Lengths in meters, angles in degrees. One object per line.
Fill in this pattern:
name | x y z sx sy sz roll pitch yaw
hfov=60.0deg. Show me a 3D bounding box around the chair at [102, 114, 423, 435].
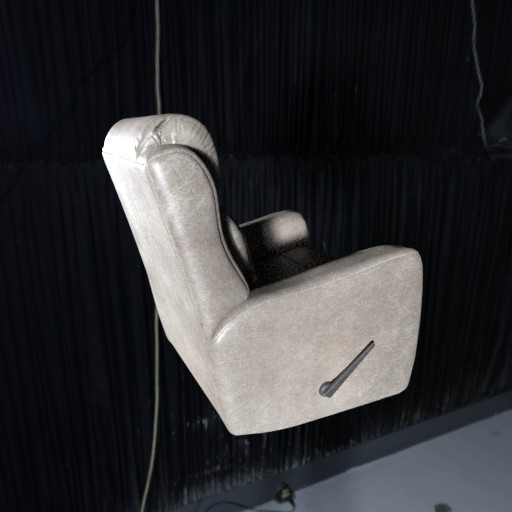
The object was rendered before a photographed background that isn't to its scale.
chair | 0.000 0.000 1.870 1.068 1.116 0.967 -8 17 -25
